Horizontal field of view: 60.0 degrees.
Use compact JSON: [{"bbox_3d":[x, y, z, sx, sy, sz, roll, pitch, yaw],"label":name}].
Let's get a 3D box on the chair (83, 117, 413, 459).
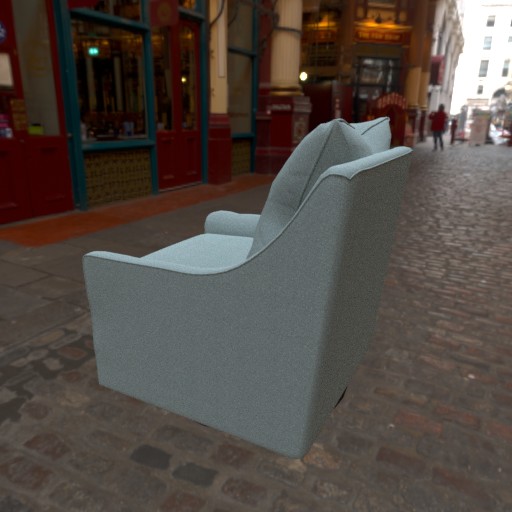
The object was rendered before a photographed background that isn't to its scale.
[{"bbox_3d":[0.000,0.000,1.546,0.870,0.926,0.760,9,20,27],"label":"chair"}]
